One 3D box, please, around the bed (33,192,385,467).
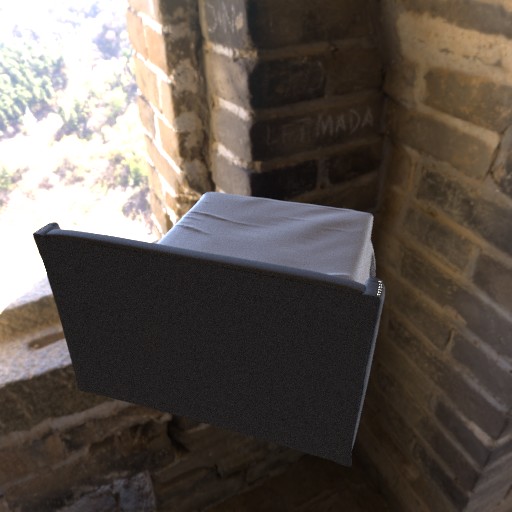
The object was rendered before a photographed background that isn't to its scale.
[{"bbox_3d":[0.000,0.000,3.456,1.925,1.332,2.276,10,34,15],"label":"bed"}]
